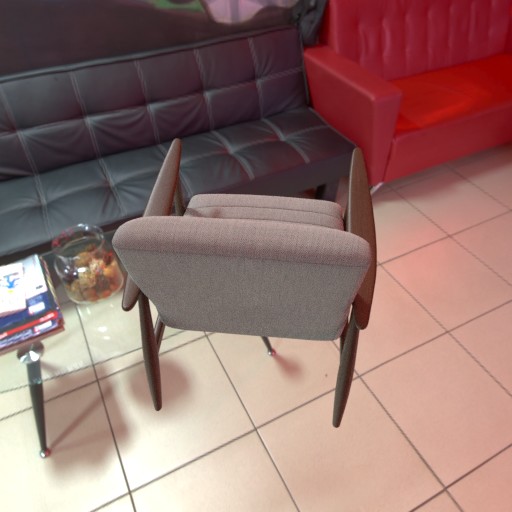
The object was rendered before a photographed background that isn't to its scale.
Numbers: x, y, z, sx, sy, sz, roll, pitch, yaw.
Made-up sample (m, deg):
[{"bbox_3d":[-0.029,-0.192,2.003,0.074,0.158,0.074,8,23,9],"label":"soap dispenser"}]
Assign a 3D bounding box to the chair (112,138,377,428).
[{"bbox_3d":[0.000,0.000,1.471,0.741,0.832,0.798,4,45,4],"label":"chair"}]
